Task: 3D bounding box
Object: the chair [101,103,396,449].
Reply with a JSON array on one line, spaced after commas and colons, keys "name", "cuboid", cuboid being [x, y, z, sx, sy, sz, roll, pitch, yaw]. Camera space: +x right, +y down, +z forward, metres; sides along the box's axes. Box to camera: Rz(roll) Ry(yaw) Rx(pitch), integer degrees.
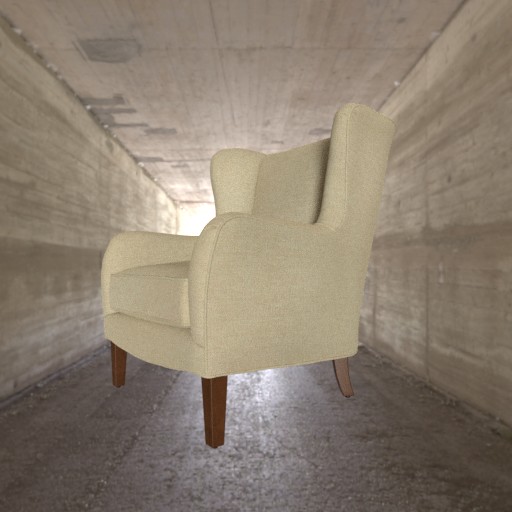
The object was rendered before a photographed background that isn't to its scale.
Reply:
[{"name": "chair", "cuboid": [0.000, 0.000, 1.729, 0.966, 1.040, 0.838, 1, -1, -37]}]
